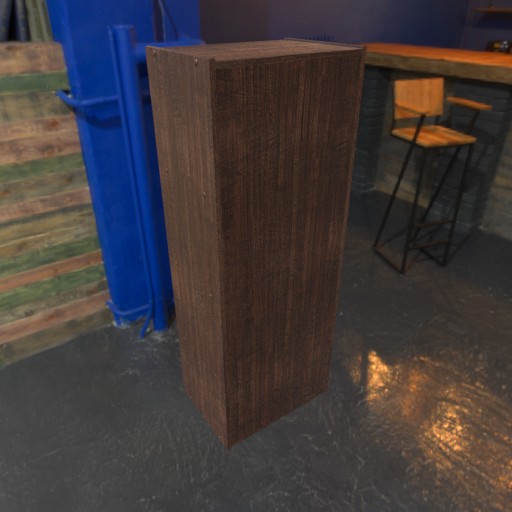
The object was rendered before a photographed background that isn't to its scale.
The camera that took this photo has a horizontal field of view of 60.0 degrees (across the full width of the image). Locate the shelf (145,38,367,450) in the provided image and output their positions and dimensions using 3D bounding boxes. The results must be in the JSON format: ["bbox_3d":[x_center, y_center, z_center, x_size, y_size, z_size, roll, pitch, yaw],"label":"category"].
[{"bbox_3d":[0.000,0.000,1.280,0.415,1.099,0.290,-19,36,-30],"label":"shelf"}]
